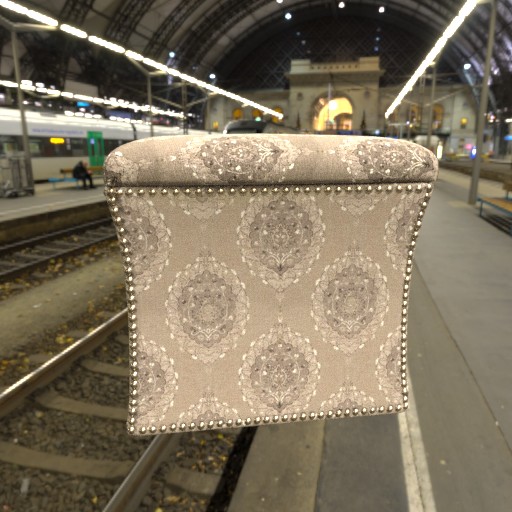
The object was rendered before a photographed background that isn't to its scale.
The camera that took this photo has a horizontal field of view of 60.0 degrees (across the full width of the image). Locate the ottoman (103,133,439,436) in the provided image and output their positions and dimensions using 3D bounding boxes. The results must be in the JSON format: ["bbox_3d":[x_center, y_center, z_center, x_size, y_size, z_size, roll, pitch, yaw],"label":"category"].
[{"bbox_3d":[0.000,0.000,0.898,0.507,0.473,0.497,-2,14,-8],"label":"ottoman"}]
